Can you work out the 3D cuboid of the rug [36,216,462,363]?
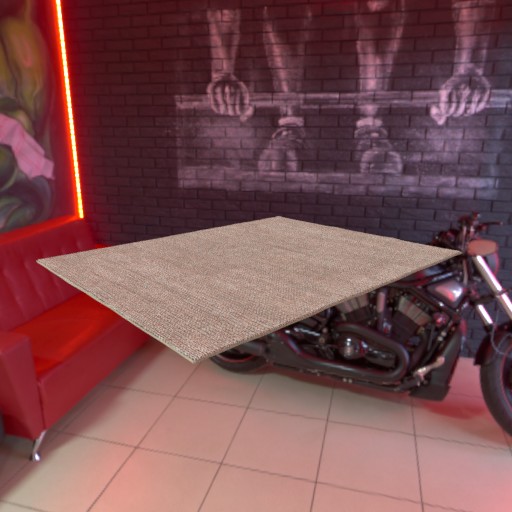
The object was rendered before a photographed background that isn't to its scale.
[{"bbox_3d":[0.000,0.000,4.038,3.052,0.030,2.429,-14,21,-41],"label":"rug"}]
